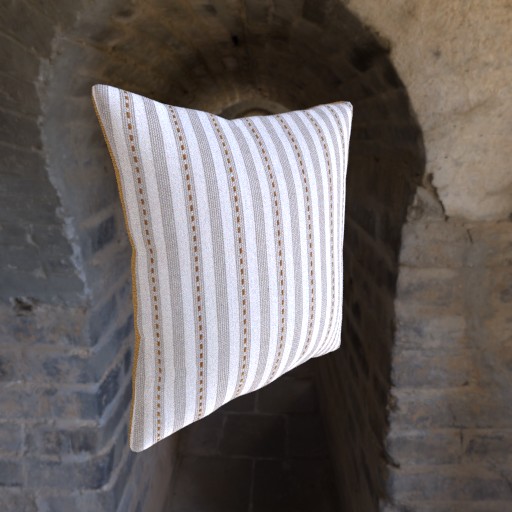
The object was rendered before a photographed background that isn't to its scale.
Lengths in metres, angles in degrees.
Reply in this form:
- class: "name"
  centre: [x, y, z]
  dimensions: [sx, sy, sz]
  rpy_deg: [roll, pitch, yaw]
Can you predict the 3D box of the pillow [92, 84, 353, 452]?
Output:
- class: "pillow"
  centre: [0.000, 0.000, 0.629]
  dimensions: [0.432, 0.437, 0.147]
  rpy_deg: [-14, 21, -42]
